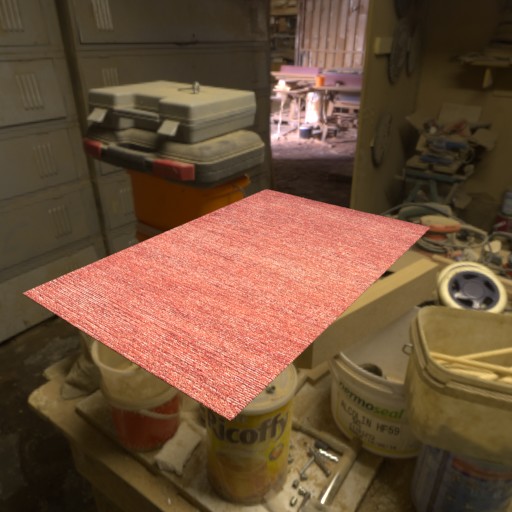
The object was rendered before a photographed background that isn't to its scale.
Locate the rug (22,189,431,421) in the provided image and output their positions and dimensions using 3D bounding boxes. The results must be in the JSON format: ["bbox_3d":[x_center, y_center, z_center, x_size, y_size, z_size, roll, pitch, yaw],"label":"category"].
[{"bbox_3d":[0.000,0.000,2.172,1.139,0.011,1.747,19,32,33],"label":"rug"}]
